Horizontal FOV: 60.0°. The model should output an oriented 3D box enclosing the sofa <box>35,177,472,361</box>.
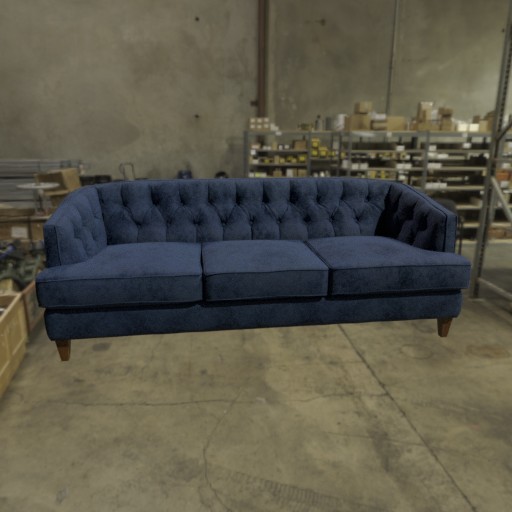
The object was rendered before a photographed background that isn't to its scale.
[{"bbox_3d":[0.000,0.000,2.680,2.278,0.855,0.941,-2,16,-7],"label":"sofa"}]
